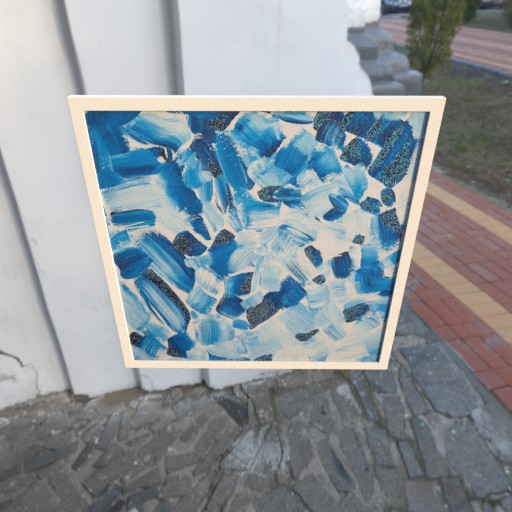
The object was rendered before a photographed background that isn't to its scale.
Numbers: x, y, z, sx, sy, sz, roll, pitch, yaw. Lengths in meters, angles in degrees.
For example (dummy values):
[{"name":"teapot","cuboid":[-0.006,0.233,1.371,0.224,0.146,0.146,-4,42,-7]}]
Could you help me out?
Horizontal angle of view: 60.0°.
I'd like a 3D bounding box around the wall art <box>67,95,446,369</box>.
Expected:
[{"name":"wall art","cuboid":[0.000,0.000,0.660,0.457,0.457,0.012,0,32,0]}]
